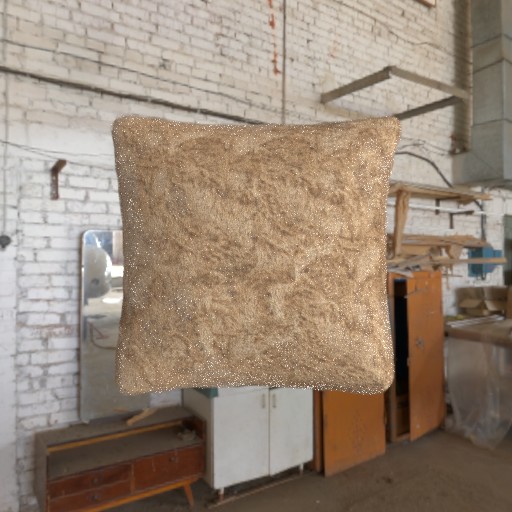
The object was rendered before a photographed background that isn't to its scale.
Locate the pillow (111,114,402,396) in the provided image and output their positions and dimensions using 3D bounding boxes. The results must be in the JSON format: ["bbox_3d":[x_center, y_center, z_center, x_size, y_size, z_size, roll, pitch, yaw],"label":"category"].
[{"bbox_3d":[0.000,0.000,0.798,0.538,0.525,0.216,0,0,1],"label":"pillow"}]
